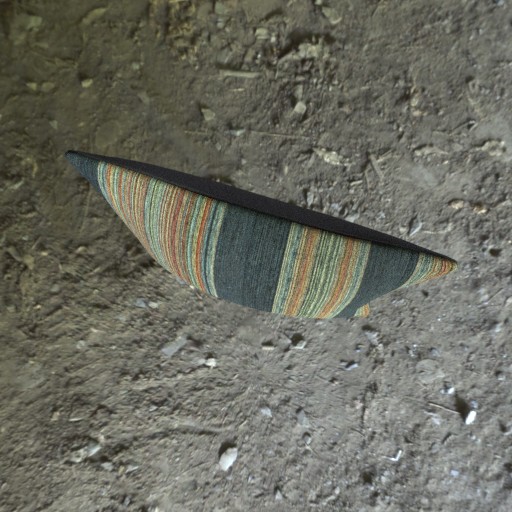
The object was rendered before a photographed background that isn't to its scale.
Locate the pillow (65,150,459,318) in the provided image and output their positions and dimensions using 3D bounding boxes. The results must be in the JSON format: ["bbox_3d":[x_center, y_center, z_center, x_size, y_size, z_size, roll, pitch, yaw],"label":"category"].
[{"bbox_3d":[0.000,0.000,0.657,0.437,0.419,0.136,16,76,4],"label":"pillow"}]
